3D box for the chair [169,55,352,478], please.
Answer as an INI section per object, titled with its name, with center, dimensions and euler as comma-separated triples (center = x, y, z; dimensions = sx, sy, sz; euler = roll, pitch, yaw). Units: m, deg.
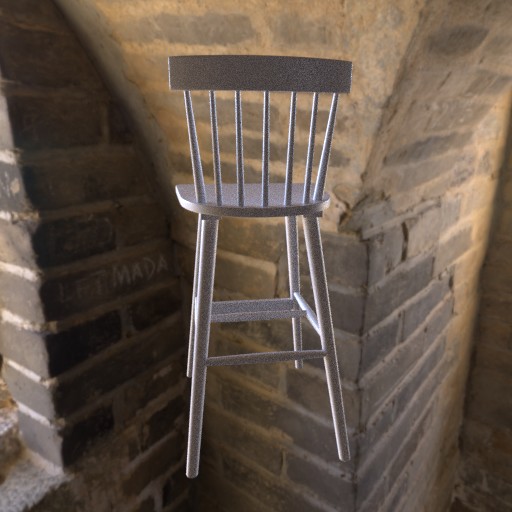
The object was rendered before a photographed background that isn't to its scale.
[chair]
center = 0.000, 0.000, 1.374
dimensions = 0.483, 1.092, 0.572
euler = -2, 14, -8
